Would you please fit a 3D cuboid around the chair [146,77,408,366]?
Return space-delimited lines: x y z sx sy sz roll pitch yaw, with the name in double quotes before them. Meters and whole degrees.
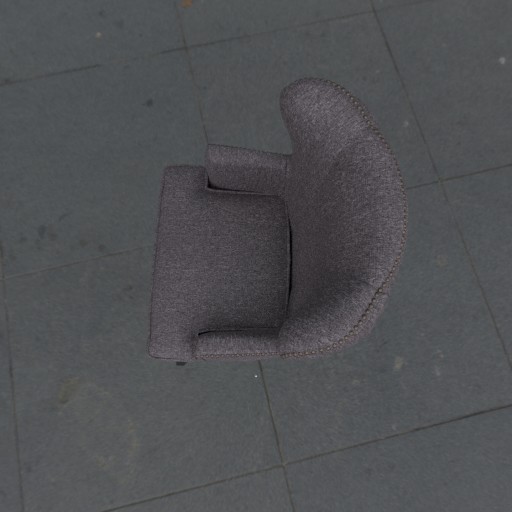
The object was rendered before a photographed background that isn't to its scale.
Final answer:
"chair" 0.000 0.000 1.591 0.758 1.060 0.759 1 75 0
